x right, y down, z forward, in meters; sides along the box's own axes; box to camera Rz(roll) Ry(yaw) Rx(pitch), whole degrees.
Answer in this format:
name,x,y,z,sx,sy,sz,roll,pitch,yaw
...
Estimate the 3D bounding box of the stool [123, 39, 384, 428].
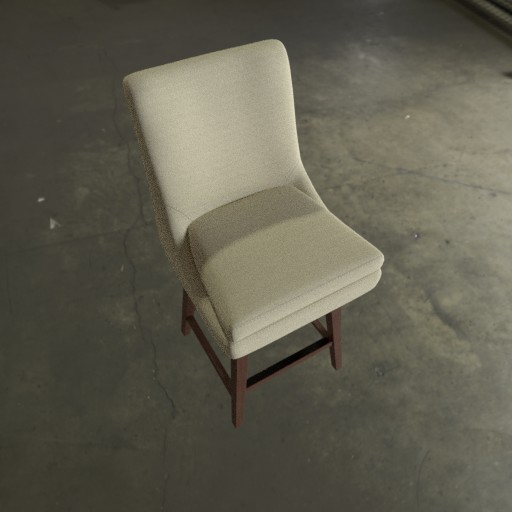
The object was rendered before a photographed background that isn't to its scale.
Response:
name,x,y,z,sx,sy,sz,roll,pitch,yaw
stool,0.000,0.000,1.310,0.483,0.991,0.559,-24,52,-20
